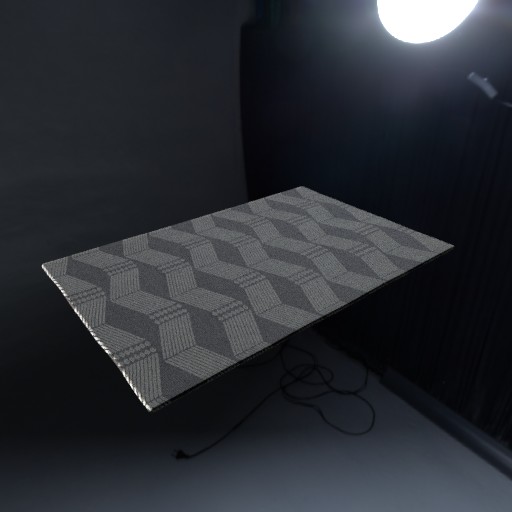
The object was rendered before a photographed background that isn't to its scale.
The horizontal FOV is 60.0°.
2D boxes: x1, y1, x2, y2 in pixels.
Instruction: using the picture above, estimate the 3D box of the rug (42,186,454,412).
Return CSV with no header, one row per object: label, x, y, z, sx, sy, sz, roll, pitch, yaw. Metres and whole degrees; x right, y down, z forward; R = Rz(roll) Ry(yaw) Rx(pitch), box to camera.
rug,0.000,0.000,2.341,1.833,0.016,1.210,-21,35,-33
